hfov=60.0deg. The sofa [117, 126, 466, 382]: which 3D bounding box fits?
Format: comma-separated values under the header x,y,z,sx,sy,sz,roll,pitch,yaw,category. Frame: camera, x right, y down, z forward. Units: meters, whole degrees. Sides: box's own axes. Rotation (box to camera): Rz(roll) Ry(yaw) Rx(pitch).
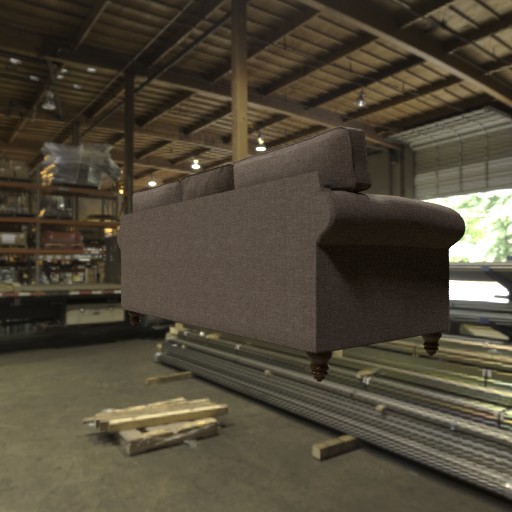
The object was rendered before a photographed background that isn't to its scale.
x,y,z,sx,sy,sz,roll,pitch,yaw,category
0.000,0.000,2.597,0.916,0.961,2.084,1,-1,-37,sofa
